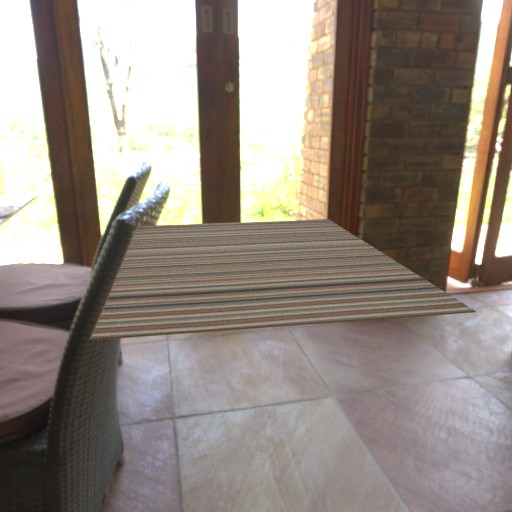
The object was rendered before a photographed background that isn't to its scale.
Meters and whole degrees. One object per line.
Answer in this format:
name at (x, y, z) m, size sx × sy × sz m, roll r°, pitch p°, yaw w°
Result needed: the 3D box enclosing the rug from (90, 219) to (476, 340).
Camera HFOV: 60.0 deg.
rug at (0.000, 0.000, 4.159) m, size 2.436 × 0.011 × 3.045 m, roll -3°, pitch 17°, yaw -9°
